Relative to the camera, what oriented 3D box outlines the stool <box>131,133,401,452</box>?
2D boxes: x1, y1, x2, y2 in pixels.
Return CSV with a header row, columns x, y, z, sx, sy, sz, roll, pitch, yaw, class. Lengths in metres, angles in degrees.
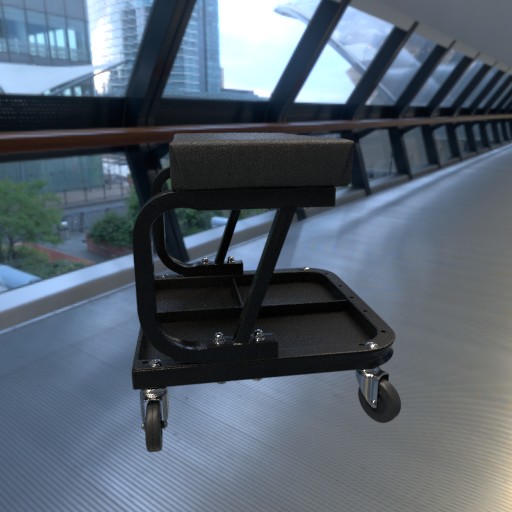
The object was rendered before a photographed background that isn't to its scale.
x,y,z,sx,sy,sz,roll,pitch,yaw,class
0.000,0.000,0.722,0.371,0.380,0.446,-3,17,-9,stool
